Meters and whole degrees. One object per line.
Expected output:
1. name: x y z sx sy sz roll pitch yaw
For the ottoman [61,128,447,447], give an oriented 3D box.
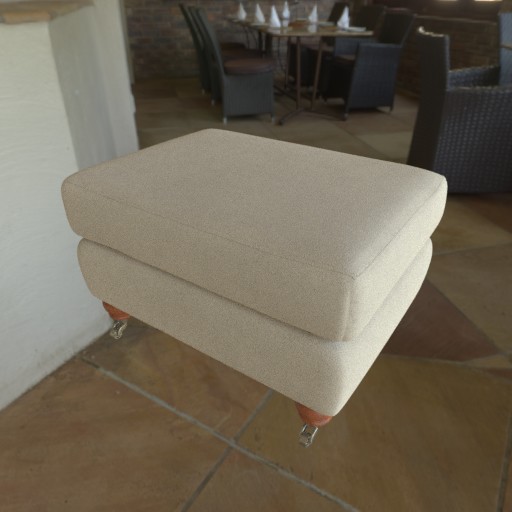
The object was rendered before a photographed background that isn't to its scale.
1. ottoman: 0.000 0.000 1.145 0.773 0.504 0.569 19 36 29
